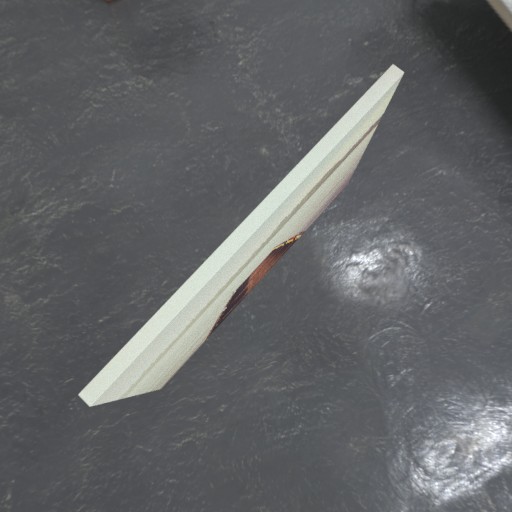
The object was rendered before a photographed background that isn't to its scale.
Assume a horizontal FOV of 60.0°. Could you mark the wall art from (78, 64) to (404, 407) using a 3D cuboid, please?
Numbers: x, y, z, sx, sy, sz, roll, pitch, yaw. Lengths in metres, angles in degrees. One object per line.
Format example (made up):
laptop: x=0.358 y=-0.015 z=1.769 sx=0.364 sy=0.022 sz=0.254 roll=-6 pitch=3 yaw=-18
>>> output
wall art: x=0.000 y=0.000 z=1.460 sx=0.040 sy=0.765 sz=1.149 roll=41 pitch=80 yaw=9
